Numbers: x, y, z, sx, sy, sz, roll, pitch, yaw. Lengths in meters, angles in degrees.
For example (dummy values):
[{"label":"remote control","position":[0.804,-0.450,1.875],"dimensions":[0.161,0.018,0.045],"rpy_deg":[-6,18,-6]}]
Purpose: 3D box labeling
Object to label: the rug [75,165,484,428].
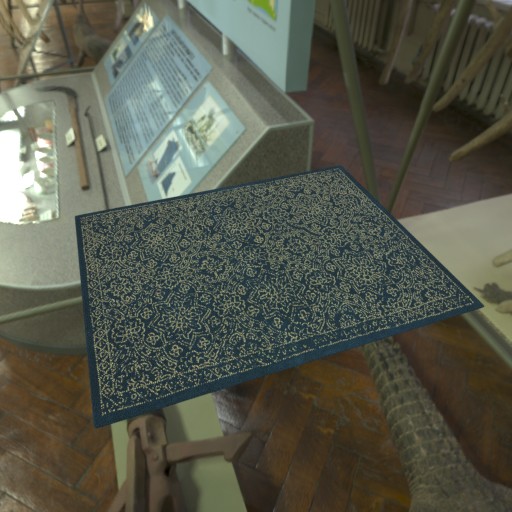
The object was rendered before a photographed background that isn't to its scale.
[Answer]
[{"label":"rug","position":[0.000,0.000,4.044],"dimensions":[3.048,0.010,2.438],"rpy_deg":[-13,43,-15]}]
